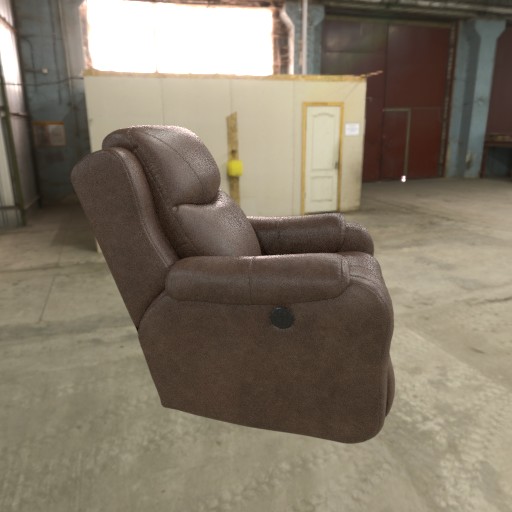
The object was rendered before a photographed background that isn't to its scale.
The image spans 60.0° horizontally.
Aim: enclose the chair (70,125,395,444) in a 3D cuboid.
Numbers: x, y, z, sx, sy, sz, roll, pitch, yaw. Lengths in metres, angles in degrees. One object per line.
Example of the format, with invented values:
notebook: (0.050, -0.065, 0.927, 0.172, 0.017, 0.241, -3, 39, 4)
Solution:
chair: (0.000, 0.000, 1.750, 1.067, 0.990, 0.940, 3, 16, 10)
